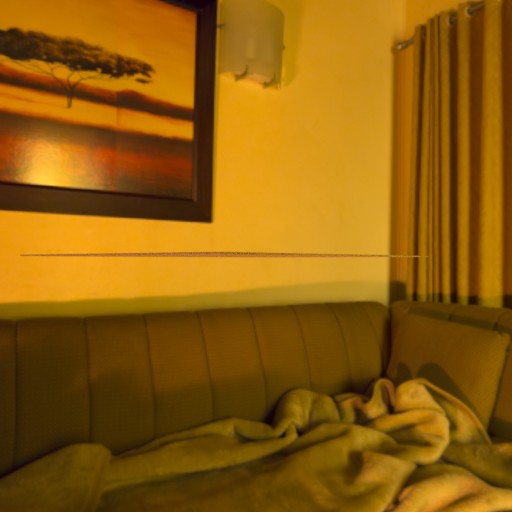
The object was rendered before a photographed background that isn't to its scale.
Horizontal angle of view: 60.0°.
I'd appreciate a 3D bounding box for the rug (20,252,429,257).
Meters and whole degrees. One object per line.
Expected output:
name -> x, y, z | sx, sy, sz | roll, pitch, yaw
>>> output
rug -> 0.000, 0.000, 2.198 | 1.142, 0.006, 1.752 | 0, -1, 38
